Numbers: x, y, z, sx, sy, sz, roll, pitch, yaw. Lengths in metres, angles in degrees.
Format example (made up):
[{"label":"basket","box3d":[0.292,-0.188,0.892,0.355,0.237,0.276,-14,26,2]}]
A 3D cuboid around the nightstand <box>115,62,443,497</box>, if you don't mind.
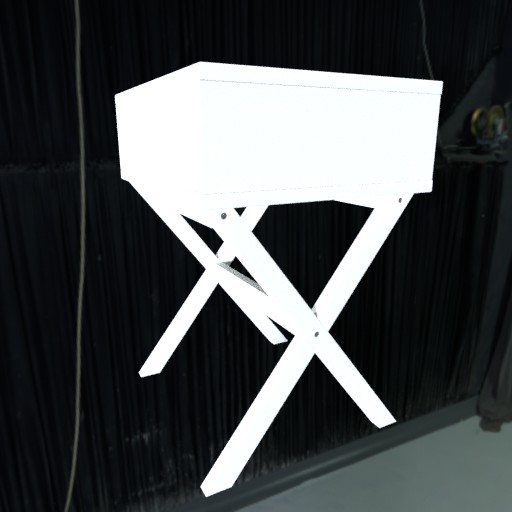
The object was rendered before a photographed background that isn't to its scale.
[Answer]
[{"label":"nightstand","box3d":[0.000,0.000,0.880,0.402,0.623,0.479,-8,17,-27]}]
